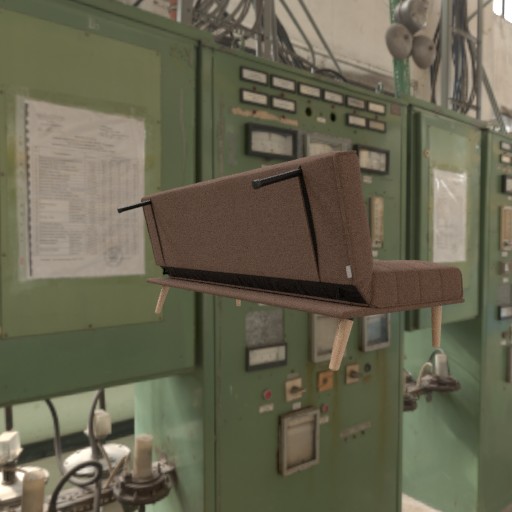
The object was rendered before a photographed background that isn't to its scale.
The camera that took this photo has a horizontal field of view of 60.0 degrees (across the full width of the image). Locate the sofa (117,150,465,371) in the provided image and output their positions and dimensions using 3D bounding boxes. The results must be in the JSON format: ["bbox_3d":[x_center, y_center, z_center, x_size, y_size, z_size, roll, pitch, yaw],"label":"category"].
[{"bbox_3d":[0.000,0.000,2.424,1.038,0.810,1.820,-1,2,-35],"label":"sofa"}]
